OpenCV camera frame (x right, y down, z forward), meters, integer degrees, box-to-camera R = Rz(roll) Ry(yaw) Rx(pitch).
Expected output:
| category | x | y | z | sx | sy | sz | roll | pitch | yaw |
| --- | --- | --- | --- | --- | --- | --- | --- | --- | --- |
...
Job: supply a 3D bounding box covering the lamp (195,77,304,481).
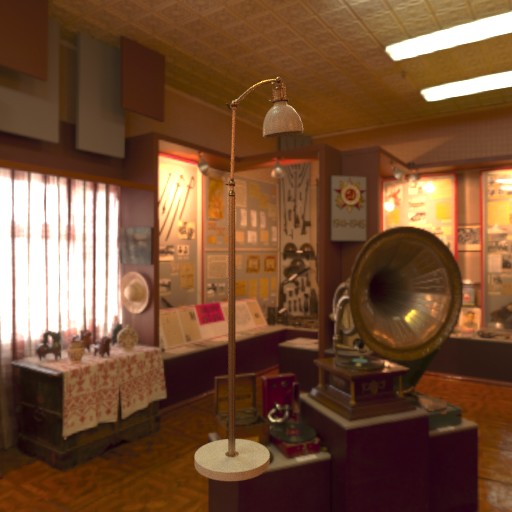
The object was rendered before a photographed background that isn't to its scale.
| category | x | y | z | sx | sy | sz | roll | pitch | yaw |
| --- | --- | --- | --- | --- | --- | --- | --- | --- | --- |
| lamp | 0.000 | 0.000 | 1.830 | 0.288 | 1.586 | 0.599 | 0 | 0 | 36 |
